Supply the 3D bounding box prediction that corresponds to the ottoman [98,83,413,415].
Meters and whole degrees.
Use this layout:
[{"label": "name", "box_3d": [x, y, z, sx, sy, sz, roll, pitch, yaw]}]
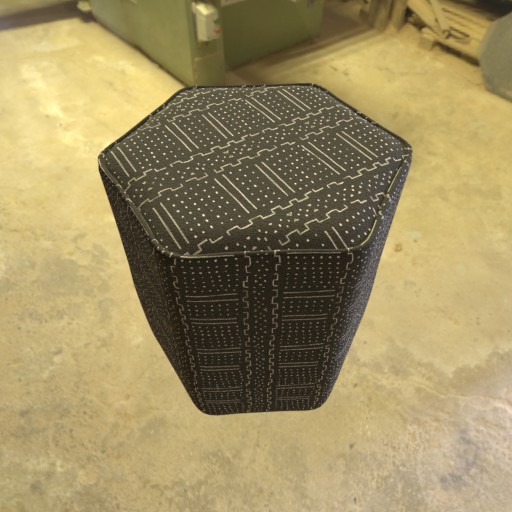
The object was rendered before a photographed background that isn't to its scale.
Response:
[{"label": "ottoman", "box_3d": [0.000, 0.000, 0.861, 0.443, 0.502, 0.494, -26, 53, -21]}]
